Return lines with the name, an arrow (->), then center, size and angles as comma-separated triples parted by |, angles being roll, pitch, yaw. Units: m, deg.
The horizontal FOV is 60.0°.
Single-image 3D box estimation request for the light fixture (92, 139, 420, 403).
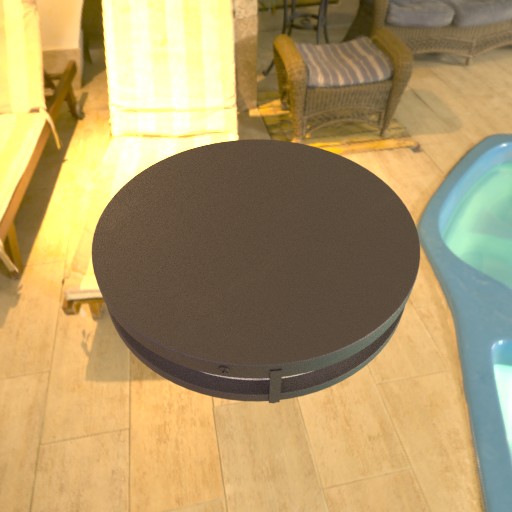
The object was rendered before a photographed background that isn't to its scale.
light fixture -> 0.000, 0.000, 0.528 | 0.356, 0.102, 0.356 | 0, 46, 0
